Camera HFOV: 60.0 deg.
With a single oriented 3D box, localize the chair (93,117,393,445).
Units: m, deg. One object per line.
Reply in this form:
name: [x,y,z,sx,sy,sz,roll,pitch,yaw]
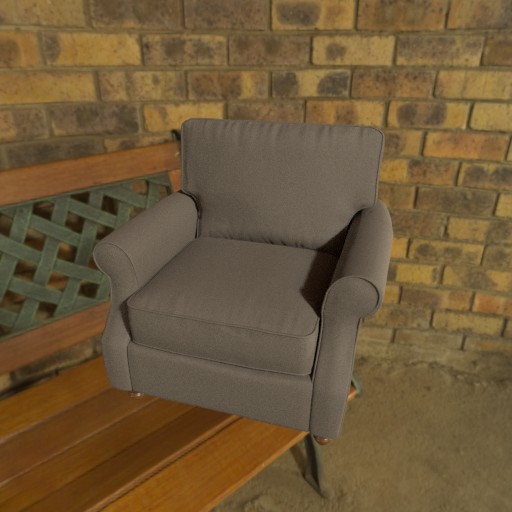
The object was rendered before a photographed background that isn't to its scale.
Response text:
chair: [0.000,0.000,1.775,1.029,0.967,0.966,8,26,16]
